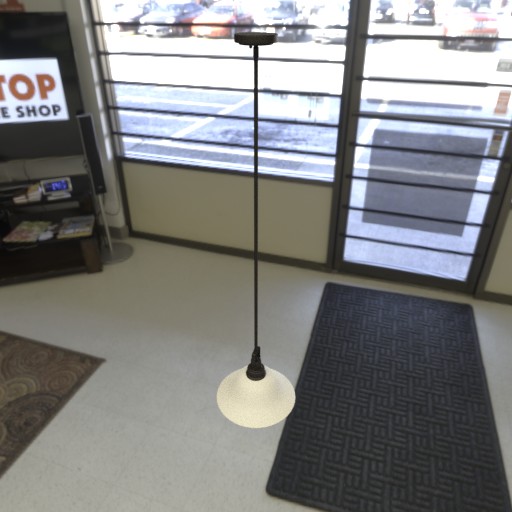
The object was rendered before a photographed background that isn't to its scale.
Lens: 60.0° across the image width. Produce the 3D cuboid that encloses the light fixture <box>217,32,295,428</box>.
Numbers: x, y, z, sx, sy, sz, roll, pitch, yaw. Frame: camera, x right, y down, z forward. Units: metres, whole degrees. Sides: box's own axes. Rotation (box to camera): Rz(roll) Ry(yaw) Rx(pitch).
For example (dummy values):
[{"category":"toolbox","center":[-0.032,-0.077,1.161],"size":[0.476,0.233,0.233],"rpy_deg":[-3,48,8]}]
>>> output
[{"category":"light fixture","center":[0.000,0.000,1.488],"size":[0.324,1.337,0.324],"rpy_deg":[12,33,19]}]
